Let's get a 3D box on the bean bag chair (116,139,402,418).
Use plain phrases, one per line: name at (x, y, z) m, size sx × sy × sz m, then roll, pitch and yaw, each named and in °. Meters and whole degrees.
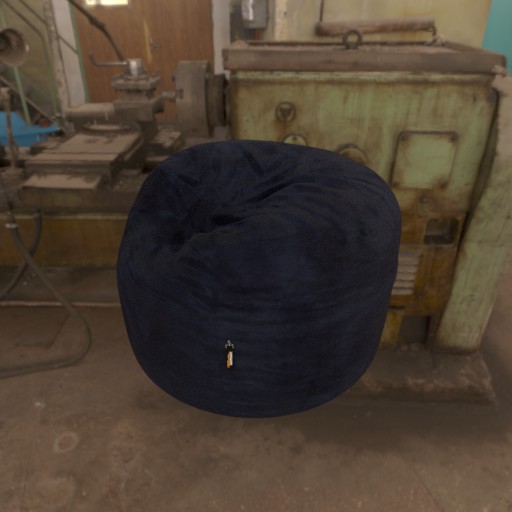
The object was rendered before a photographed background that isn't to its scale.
bean bag chair at (0.000, 0.000, 1.498) m, size 0.918 × 0.616 × 0.918 m, roll 0°, pitch 30°, yaw 0°
